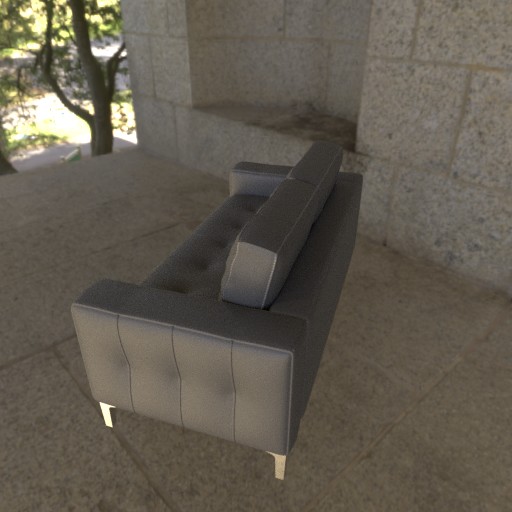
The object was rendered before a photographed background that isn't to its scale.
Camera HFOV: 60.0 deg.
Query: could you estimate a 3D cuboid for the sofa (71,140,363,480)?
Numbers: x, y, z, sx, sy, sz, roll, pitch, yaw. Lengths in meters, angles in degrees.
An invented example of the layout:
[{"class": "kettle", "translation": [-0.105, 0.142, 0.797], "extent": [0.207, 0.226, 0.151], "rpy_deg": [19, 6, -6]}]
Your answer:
[{"class": "sofa", "translation": [0.000, 0.000, 2.211], "extent": [0.833, 0.892, 1.726], "rpy_deg": [9, 31, 16]}]
